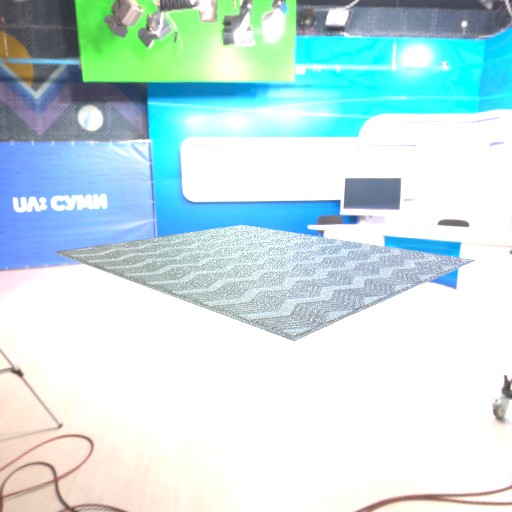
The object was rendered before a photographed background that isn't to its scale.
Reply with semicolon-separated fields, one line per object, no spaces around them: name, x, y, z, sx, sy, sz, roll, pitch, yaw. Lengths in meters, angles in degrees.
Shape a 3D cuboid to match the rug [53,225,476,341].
rug;0.000;0.000;3.899;2.880;0.005;2.391;12;17;43
